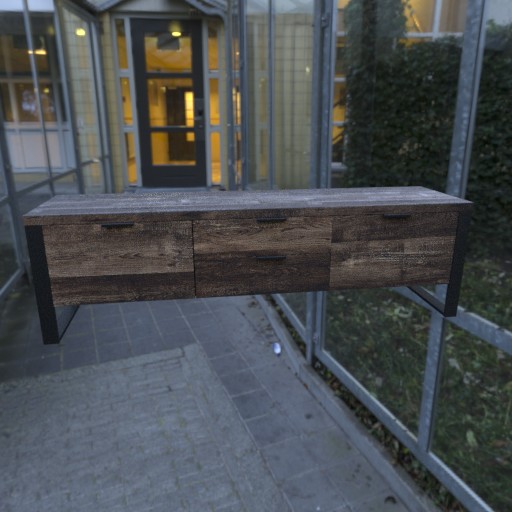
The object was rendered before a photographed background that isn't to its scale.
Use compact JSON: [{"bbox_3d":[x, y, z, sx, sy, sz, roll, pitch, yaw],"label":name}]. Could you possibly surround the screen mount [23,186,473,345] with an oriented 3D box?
[{"bbox_3d":[0.000,0.000,1.730,1.524,0.450,0.395,-3,18,-8],"label":"screen mount"}]
